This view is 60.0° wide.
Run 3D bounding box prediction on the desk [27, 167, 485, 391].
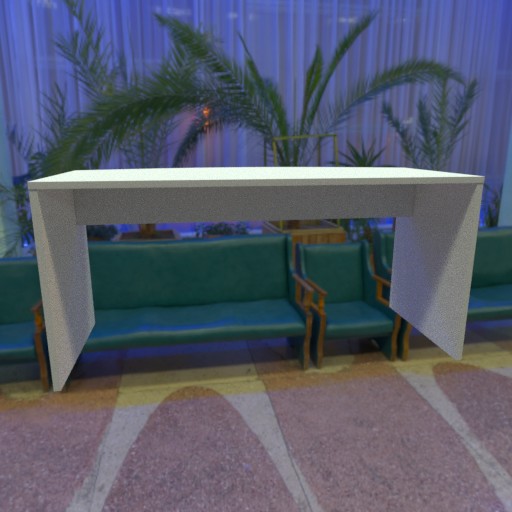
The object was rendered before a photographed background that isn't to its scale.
[{"bbox_3d":[0.000,0.000,2.008,1.600,0.750,0.802,-2,14,-8],"label":"desk"}]
